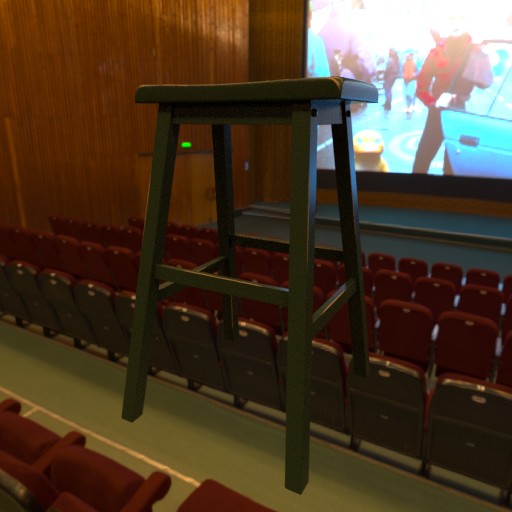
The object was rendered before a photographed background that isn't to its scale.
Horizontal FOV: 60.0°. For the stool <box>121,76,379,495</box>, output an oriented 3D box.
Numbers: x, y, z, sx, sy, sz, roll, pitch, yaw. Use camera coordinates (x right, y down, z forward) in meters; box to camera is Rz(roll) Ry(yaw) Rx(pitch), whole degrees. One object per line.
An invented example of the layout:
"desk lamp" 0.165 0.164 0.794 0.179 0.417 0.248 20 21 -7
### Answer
"stool" 0.000 0.000 1.021 0.457 0.737 0.476 9 20 28
